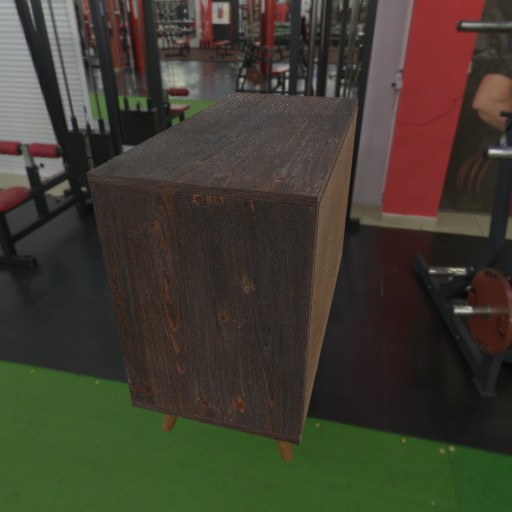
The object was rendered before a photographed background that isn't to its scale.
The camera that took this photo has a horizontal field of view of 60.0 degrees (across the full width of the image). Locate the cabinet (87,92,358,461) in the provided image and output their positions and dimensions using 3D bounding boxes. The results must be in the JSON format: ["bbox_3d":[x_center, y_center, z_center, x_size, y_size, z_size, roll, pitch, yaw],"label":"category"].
[{"bbox_3d":[0.000,0.000,1.539,0.529,0.897,1.023,8,31,13],"label":"cabinet"}]
